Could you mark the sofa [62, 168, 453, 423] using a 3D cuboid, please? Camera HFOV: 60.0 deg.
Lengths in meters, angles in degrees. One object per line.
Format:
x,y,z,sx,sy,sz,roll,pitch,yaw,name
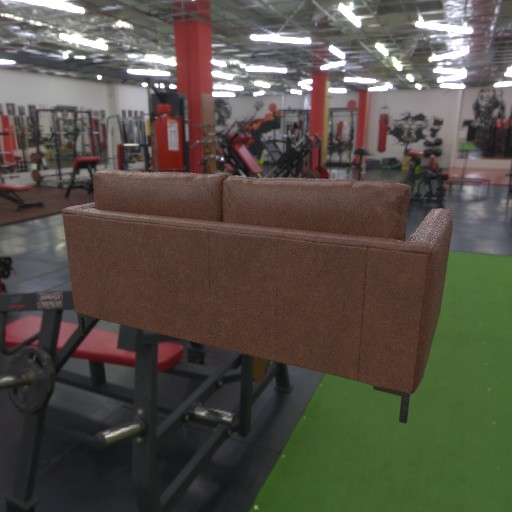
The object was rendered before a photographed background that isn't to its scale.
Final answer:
0.000,0.000,2.283,1.797,0.883,0.899,8,17,25,sofa
